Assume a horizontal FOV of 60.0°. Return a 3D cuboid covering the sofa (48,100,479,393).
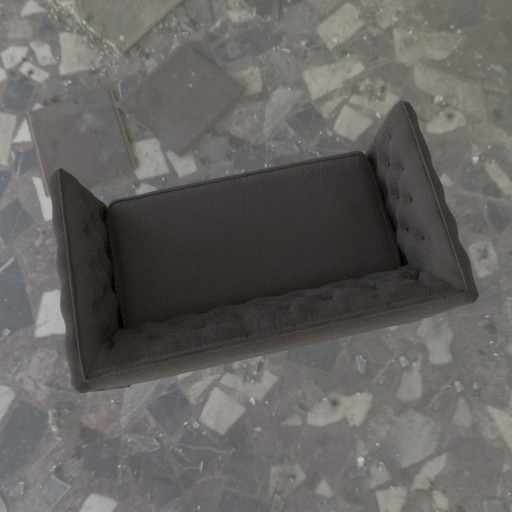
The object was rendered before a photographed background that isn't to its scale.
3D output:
[{"bbox_3d":[0.000,0.000,2.090,1.583,0.810,0.909,-12,76,-3],"label":"sofa"}]
